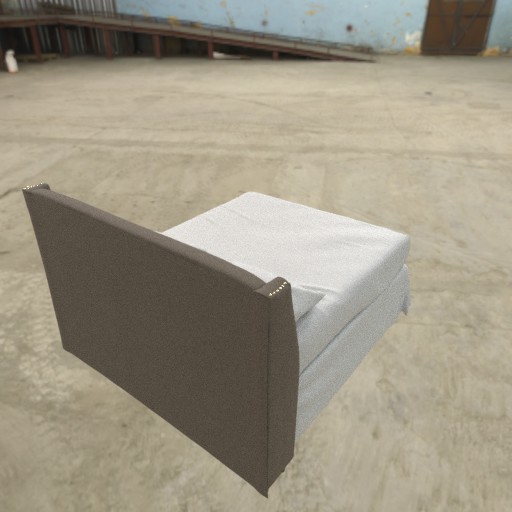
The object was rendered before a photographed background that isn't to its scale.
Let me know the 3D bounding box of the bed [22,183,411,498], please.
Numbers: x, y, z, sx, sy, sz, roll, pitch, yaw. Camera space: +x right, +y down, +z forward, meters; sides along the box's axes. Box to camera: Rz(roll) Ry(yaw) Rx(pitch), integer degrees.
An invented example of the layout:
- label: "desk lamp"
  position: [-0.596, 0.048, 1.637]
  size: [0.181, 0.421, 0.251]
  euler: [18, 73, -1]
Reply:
- label: "bed"
  position: [0.000, 0.000, 3.290]
  size: [1.925, 1.332, 2.276]
  euler: [21, 36, 32]
